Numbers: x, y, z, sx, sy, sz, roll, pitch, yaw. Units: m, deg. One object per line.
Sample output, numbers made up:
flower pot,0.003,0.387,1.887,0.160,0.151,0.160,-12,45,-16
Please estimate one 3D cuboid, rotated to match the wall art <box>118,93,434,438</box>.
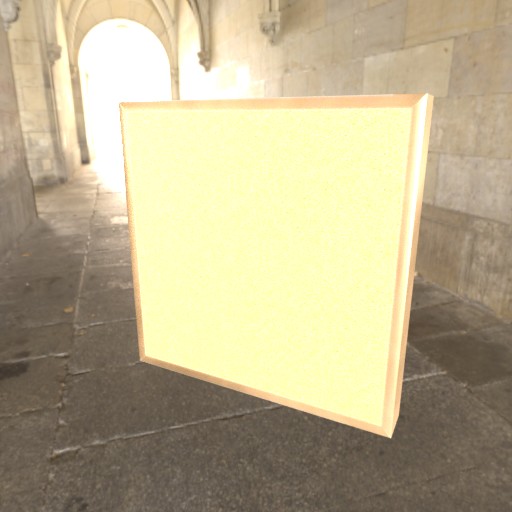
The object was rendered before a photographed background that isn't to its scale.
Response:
wall art,0.000,0.000,0.454,0.305,0.303,0.038,9,19,26
